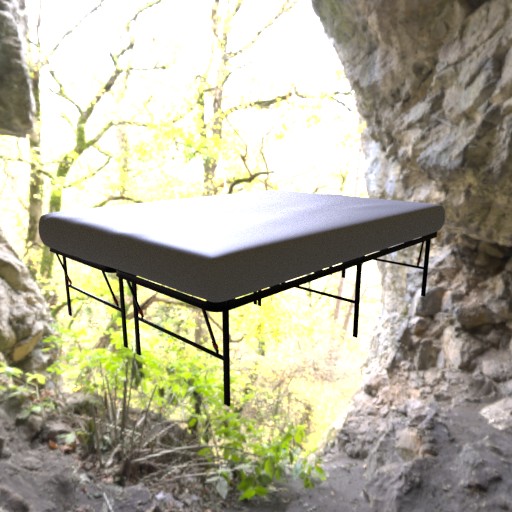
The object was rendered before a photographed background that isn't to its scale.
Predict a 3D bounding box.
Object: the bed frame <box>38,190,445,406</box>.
[{"bbox_3d":[0.000,0.000,2.848,1.584,0.667,2.151,13,19,42],"label":"bed frame"}]
